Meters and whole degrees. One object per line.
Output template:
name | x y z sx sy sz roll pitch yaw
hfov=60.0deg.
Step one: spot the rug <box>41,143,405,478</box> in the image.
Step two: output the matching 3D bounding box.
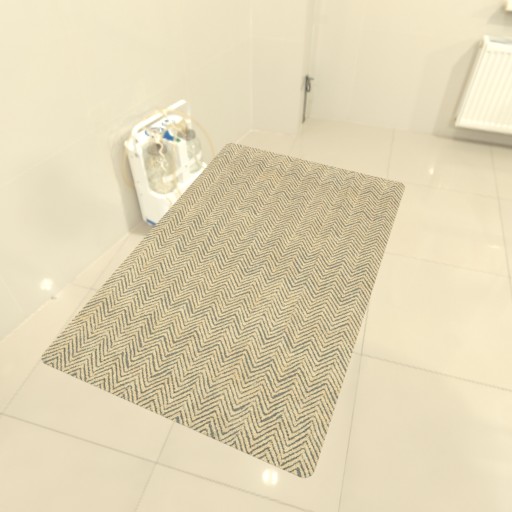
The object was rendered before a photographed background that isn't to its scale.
rug | 0.000 0.000 2.169 1.144 0.008 1.752 17 48 16
